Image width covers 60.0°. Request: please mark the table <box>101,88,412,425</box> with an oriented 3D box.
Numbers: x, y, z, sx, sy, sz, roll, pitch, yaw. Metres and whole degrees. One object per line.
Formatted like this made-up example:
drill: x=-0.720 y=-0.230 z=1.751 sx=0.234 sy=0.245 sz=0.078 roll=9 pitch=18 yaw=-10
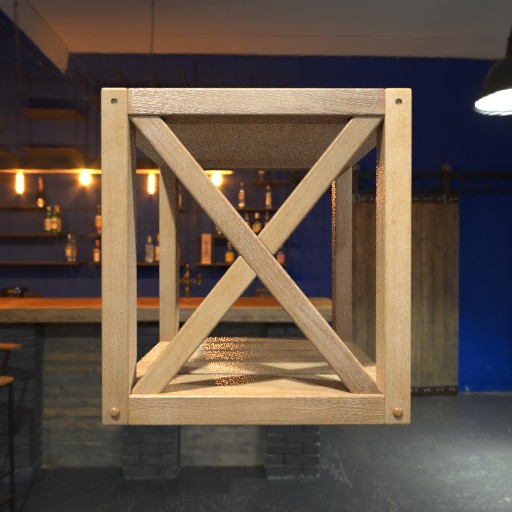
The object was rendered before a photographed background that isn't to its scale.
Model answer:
table: x=0.000 y=0.000 z=1.070 sx=0.559 sy=0.610 sz=0.558 roll=0 pitch=0 yaw=0
